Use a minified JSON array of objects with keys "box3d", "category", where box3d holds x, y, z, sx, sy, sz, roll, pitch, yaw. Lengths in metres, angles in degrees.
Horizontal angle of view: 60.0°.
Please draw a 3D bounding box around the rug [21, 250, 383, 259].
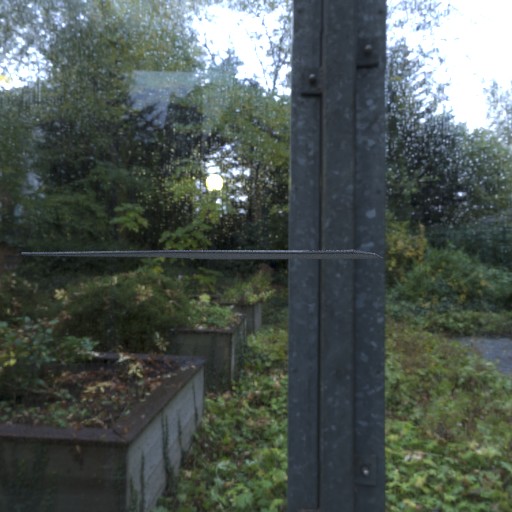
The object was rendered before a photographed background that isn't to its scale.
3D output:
[{"box3d":[0.000,0.000,2.233,1.159,0.021,1.789,0,-1,19],"category":"rug"}]
